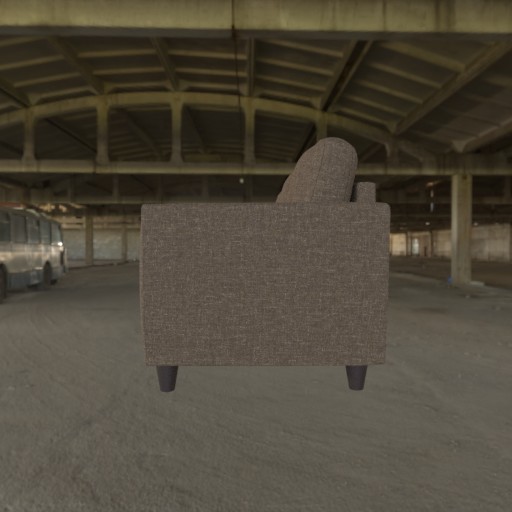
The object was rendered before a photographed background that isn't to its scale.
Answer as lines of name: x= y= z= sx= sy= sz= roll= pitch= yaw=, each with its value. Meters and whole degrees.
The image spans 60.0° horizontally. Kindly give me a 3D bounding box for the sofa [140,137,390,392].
sofa: x=0.000 y=0.000 z=2.351 sx=0.837 sy=0.891 sz=1.847 roll=0 pitch=1 yaw=-2
